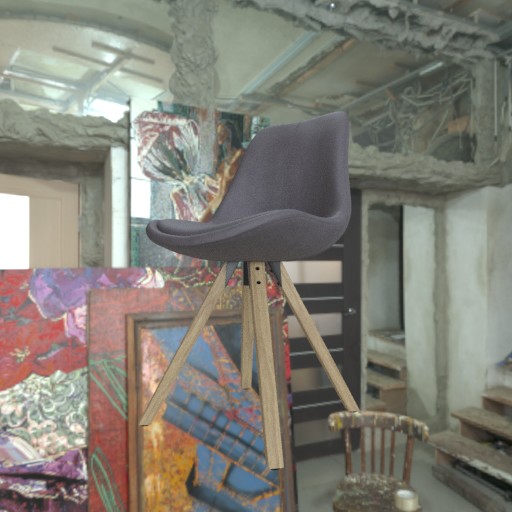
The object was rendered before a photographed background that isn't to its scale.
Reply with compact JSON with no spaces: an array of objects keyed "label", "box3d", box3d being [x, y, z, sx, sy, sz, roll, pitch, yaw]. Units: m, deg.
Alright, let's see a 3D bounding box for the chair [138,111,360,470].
[{"label":"chair","box3d":[0.000,0.000,1.191,0.483,0.865,0.547,0,-1,36]}]
